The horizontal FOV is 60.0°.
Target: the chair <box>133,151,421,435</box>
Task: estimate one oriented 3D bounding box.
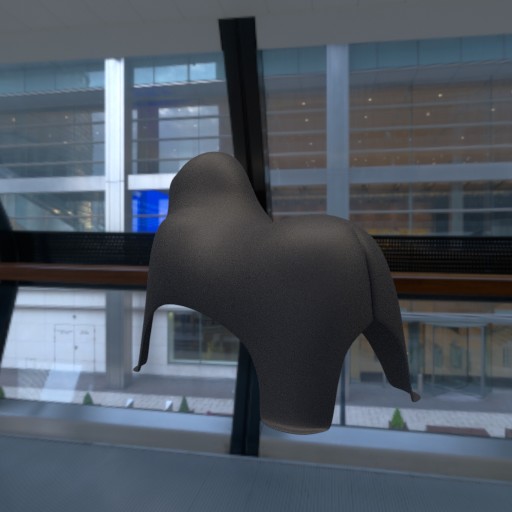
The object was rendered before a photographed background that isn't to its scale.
[{"bbox_3d":[0.000,0.000,1.130,0.490,0.600,0.758,0,0,-36],"label":"chair"}]
